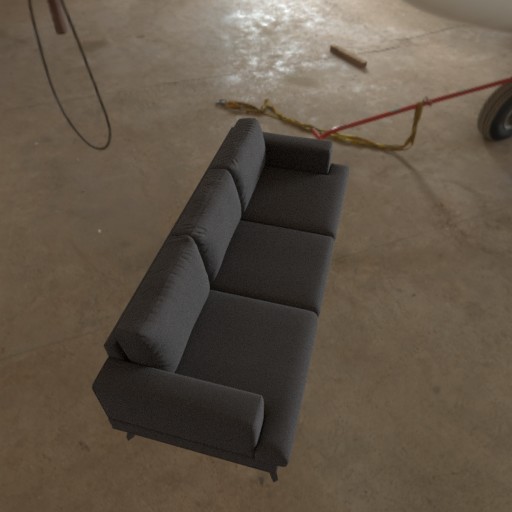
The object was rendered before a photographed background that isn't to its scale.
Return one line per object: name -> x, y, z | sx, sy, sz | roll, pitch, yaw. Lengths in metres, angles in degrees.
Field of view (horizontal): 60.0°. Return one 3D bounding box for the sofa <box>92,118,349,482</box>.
sofa -> 0.000, 0.000, 2.776 | 0.920, 0.810, 2.310 | 11, 47, 10
